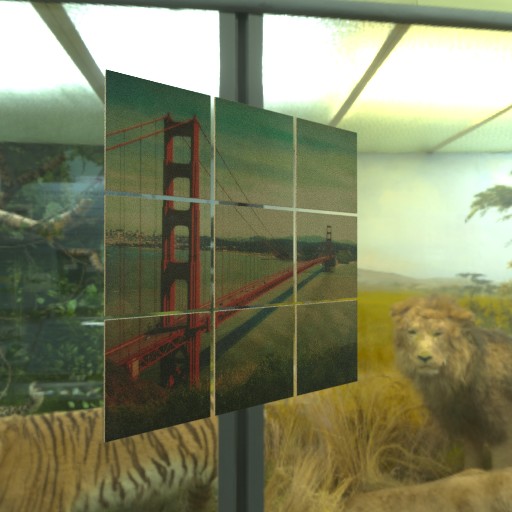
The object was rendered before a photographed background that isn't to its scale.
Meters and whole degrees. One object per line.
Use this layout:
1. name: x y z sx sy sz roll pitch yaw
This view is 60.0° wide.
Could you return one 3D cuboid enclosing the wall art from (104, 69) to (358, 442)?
1. wall art: 0.000 0.000 2.242 1.519 1.507 0.014 0 -1 -36
